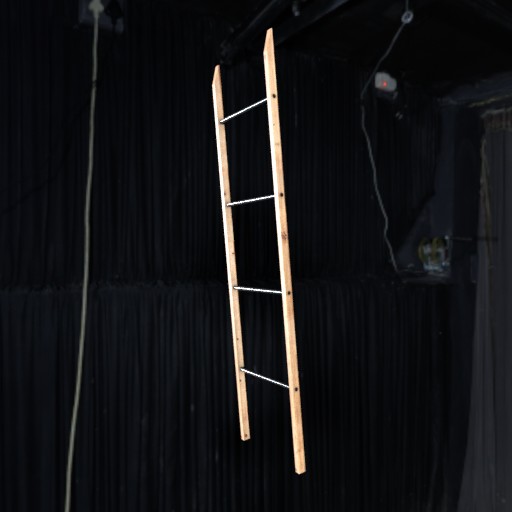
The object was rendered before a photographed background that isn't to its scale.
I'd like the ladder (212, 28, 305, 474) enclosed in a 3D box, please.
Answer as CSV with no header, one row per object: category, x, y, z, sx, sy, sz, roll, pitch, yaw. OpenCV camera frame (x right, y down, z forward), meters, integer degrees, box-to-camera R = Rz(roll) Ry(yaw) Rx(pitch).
ladder,0.000,0.000,1.977,0.200,1.805,0.442,0,0,-35
